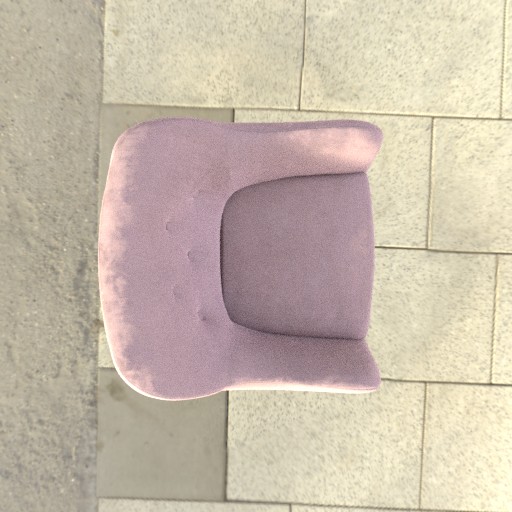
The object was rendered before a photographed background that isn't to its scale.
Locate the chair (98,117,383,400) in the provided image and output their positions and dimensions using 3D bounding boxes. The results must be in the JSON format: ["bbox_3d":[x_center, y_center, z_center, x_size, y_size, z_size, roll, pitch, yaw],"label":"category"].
[{"bbox_3d":[0.000,0.000,1.542,0.820,0.820,0.840,0,92,1],"label":"chair"}]
